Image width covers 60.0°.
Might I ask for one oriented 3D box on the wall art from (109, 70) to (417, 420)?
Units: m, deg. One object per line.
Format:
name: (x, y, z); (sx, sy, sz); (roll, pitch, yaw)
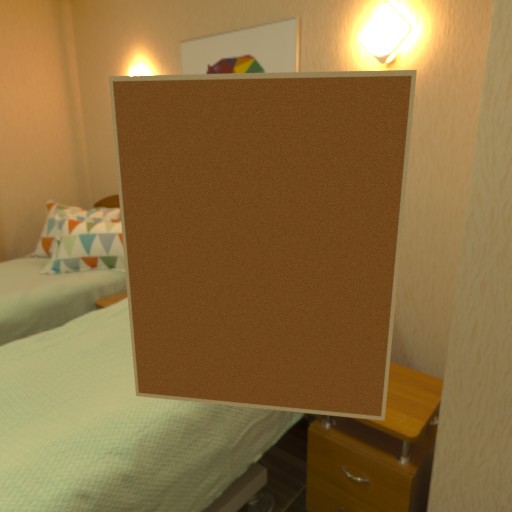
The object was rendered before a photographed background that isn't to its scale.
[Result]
wall art: (0.000, 0.000, 0.719); (0.443, 0.549, 0.030); (3, 16, 9)
